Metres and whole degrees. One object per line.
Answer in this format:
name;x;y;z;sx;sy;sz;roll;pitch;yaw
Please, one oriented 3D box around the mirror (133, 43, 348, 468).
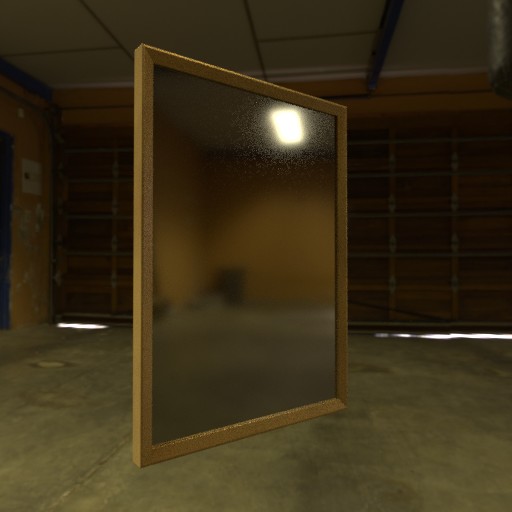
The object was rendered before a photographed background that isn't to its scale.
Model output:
mirror;0.000;0.000;0.907;0.507;0.710;0.039;1;-1;-37
